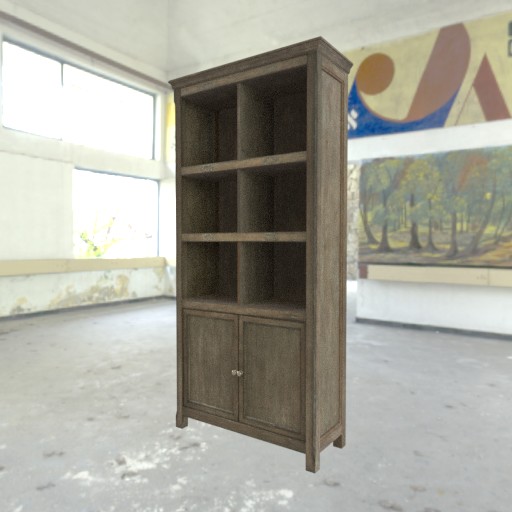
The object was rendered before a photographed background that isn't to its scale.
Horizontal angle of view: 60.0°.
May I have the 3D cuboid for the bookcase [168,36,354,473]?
[{"bbox_3d":[0.000,0.000,2.281,0.906,1.880,0.348,1,2,35],"label":"bookcase"}]
